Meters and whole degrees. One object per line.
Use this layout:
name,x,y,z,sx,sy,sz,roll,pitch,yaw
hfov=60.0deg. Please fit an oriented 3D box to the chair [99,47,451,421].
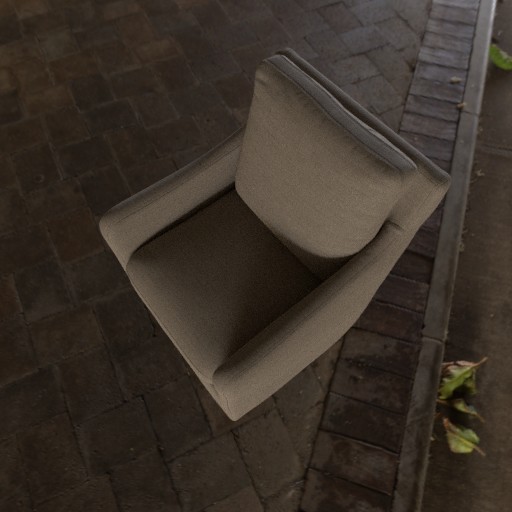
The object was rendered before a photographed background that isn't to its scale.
chair,0.000,0.000,1.357,0.694,0.914,0.626,-35,68,-17
